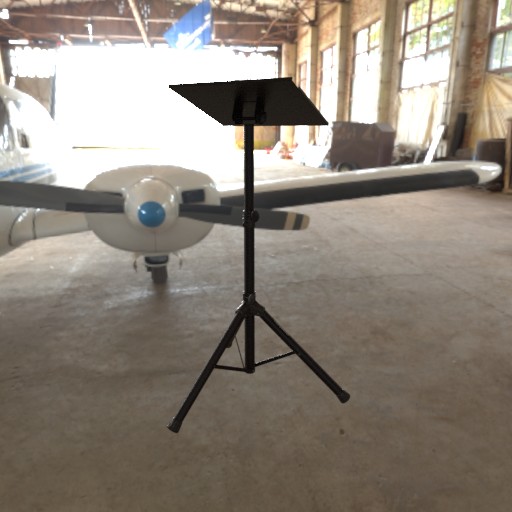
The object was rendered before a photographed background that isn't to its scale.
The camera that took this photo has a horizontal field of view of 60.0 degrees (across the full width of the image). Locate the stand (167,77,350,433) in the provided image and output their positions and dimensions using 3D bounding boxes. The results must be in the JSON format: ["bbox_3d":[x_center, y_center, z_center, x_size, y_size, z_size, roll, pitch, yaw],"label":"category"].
[{"bbox_3d":[0.000,0.000,1.642,0.702,1.198,0.702,8,17,26],"label":"stand"}]
